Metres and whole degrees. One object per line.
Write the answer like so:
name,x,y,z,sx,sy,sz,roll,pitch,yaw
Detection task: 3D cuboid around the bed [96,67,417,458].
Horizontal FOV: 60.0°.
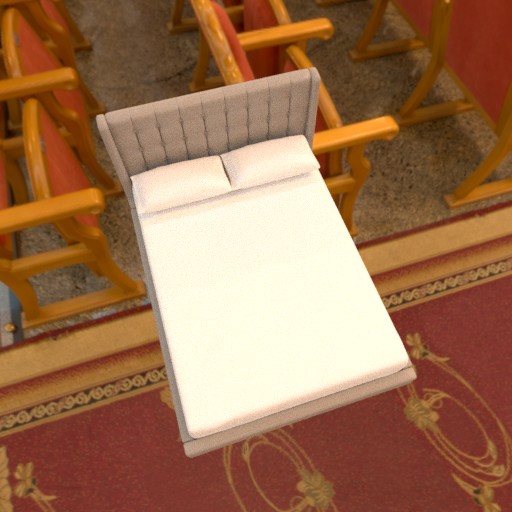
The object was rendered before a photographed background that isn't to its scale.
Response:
bed,0.000,0.000,3.211,1.656,1.147,2.232,-16,63,-8
